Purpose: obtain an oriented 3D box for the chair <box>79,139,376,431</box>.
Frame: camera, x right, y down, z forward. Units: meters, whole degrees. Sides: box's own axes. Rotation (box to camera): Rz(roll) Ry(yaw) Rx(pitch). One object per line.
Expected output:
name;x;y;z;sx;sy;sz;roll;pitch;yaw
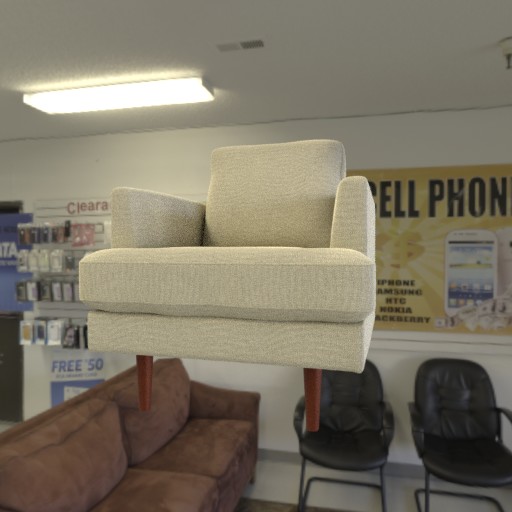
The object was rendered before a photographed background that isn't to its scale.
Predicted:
chair;0.000;0.000;1.606;0.858;0.957;0.899;0;1;17
